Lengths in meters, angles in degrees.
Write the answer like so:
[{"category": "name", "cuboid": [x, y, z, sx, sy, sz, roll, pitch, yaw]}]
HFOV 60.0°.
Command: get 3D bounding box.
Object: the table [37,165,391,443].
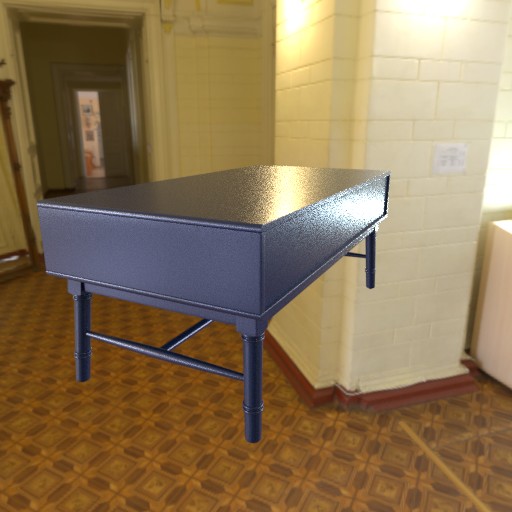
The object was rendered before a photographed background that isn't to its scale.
[{"category": "table", "cuboid": [0.000, 0.000, 1.370, 0.572, 0.457, 1.067, 8, 18, 26]}]
